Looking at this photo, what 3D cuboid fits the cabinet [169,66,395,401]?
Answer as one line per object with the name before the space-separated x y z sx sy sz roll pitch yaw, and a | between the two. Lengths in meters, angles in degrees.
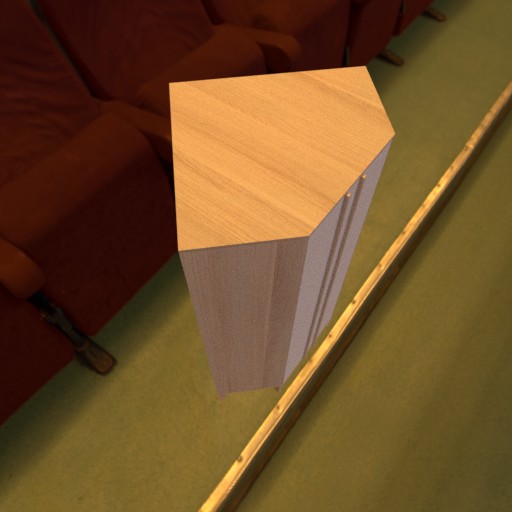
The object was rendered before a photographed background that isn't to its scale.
cabinet | 0.000 0.000 2.646 0.969 1.957 1.272 33 63 19
